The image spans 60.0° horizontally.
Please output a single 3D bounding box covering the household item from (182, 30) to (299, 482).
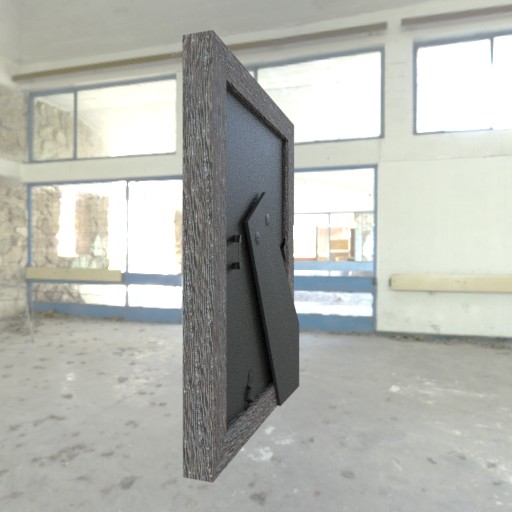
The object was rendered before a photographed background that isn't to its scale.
[{"bbox_3d":[0.000,0.000,0.283,0.020,0.210,0.160,0,0,18],"label":"household item"}]
